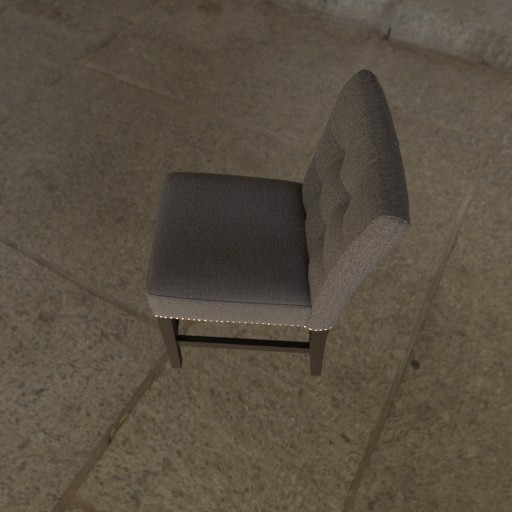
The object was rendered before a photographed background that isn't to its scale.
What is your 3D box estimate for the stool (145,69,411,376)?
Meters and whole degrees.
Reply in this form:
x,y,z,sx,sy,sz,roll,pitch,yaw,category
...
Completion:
x,y,z,sx,sy,sz,roll,pitch,yaw,category
0.000,0.000,1.227,0.571,0.885,0.427,0,57,0,stool
